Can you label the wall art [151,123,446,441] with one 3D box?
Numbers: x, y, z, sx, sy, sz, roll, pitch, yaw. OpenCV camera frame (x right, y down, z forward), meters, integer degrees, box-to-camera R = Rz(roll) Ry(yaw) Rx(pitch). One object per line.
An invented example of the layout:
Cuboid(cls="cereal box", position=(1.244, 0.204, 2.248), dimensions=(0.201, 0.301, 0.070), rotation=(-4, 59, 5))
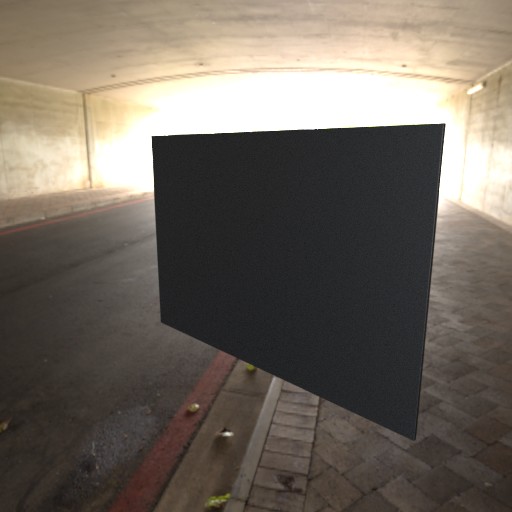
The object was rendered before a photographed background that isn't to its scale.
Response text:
Cuboid(cls="wall art", position=(0.000, 0.000, 1.494), dimensions=(1.192, 0.811, 0.013), rotation=(13, 18, 43))
